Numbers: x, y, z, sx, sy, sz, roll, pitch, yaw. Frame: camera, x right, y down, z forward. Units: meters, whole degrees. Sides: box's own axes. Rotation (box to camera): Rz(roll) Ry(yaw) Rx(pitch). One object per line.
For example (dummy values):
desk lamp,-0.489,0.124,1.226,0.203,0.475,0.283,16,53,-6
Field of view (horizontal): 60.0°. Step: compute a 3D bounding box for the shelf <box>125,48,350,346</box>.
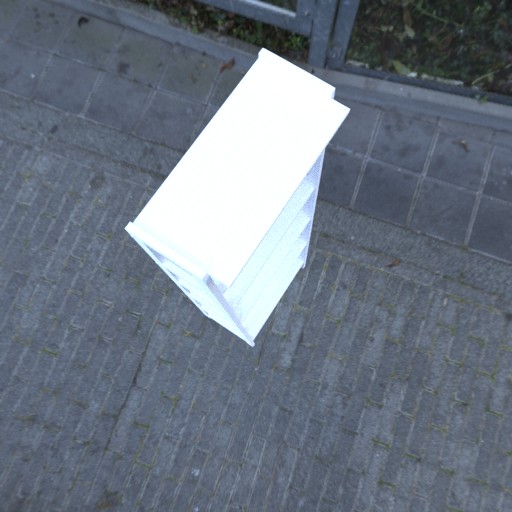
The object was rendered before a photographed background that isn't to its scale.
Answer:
shelf,0.000,0.000,2.098,0.381,1.892,0.660,32,78,8
